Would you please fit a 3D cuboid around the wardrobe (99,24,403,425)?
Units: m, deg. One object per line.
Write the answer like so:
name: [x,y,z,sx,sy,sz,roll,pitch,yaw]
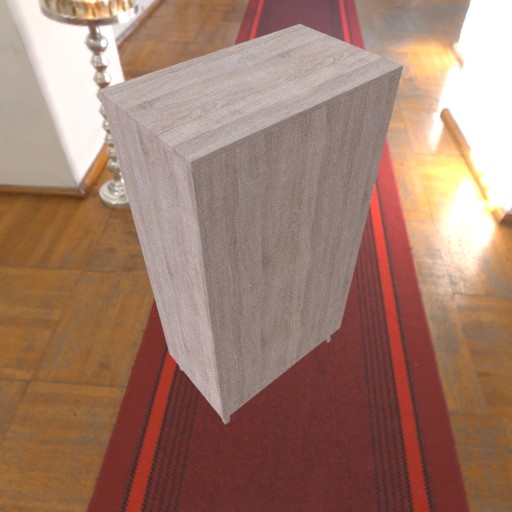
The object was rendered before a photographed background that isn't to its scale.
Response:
wardrobe: [0.000,0.000,2.373,1.000,1.960,0.600,-32,54,-26]
